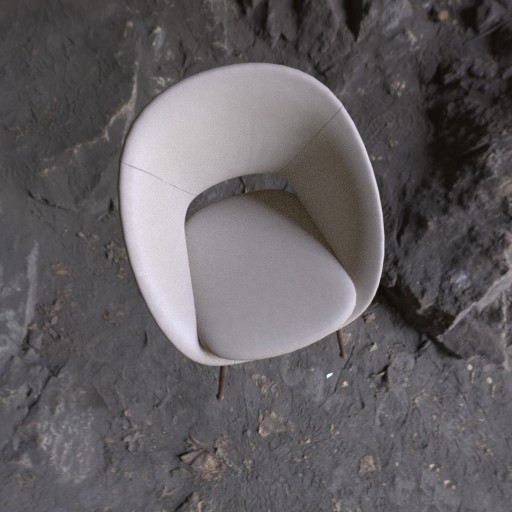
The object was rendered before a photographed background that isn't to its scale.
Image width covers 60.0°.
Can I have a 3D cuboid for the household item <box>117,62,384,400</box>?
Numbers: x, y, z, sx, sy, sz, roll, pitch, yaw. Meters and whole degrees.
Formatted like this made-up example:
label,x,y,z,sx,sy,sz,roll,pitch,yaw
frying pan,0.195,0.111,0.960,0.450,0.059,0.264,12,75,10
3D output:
label,x,y,z,sx,sy,sz,roll,pitch,yaw
household item,0.000,0.000,1.244,0.623,0.852,0.573,-17,66,-8
